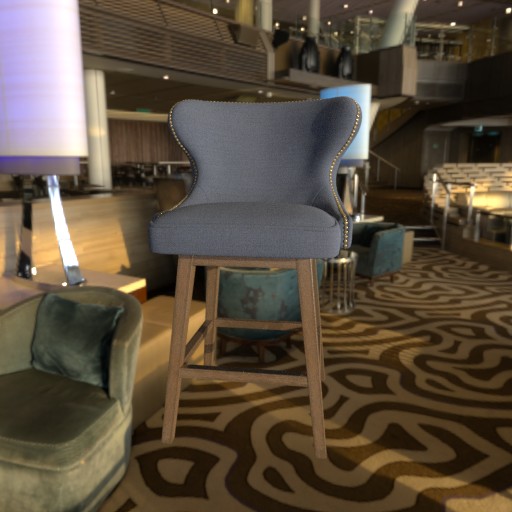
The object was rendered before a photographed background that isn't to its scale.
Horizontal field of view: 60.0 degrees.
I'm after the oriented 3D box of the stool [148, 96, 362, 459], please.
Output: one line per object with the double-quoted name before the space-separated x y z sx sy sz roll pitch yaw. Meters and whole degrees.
"stool" 0.000 0.000 1.356 0.615 0.972 0.597 2 12 8
